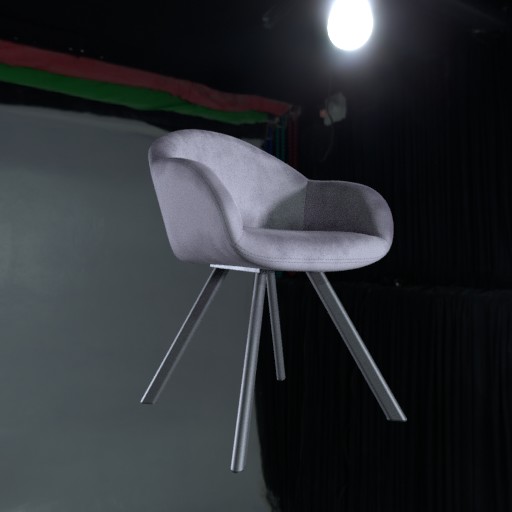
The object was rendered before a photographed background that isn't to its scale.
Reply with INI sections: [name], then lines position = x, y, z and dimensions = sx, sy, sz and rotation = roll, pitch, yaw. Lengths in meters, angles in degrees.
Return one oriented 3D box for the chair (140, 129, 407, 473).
[chair]
position = 0.000, 0.000, 1.182
dimensions = 0.550, 0.795, 0.590
rotation = 1, -1, -34
